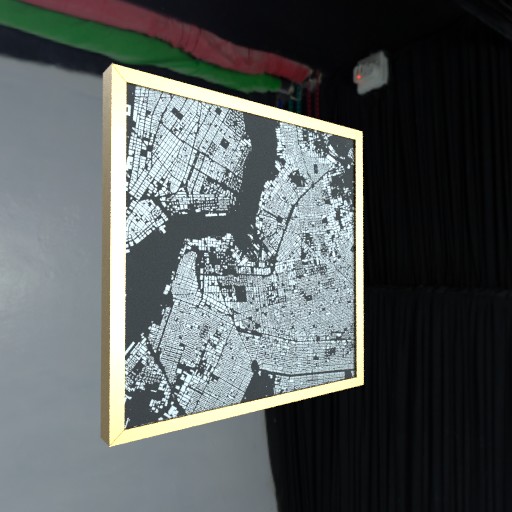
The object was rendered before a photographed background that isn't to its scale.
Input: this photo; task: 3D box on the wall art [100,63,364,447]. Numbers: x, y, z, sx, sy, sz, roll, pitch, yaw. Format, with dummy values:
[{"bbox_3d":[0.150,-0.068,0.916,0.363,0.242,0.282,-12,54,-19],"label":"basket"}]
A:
[{"bbox_3d":[0.000,0.000,1.907,1.284,1.284,0.095,1,-1,-37],"label":"wall art"}]
